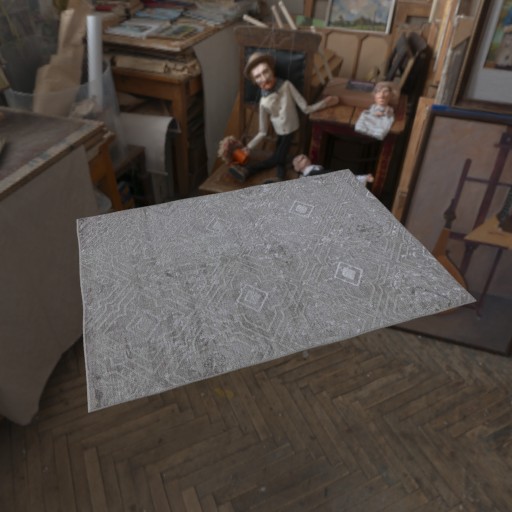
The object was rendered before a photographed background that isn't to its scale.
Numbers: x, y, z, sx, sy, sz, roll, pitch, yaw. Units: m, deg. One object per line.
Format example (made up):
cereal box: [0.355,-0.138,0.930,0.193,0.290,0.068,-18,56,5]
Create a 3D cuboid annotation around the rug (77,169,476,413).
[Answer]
rug: [0.000,0.000,4.430,3.359,0.020,2.448,-13,43,-14]
